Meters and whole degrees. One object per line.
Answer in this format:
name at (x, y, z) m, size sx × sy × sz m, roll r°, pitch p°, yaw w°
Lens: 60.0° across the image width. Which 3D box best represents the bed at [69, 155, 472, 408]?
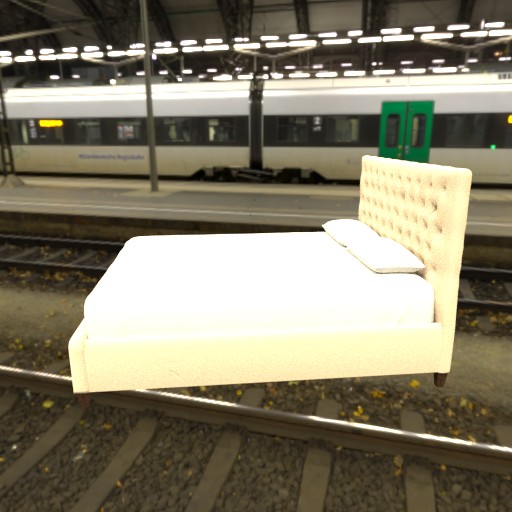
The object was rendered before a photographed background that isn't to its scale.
bed at (0.000, 0.000, 3.417) m, size 2.387 × 1.427 × 1.698 m, roll -2°, pitch 15°, yaw -6°
